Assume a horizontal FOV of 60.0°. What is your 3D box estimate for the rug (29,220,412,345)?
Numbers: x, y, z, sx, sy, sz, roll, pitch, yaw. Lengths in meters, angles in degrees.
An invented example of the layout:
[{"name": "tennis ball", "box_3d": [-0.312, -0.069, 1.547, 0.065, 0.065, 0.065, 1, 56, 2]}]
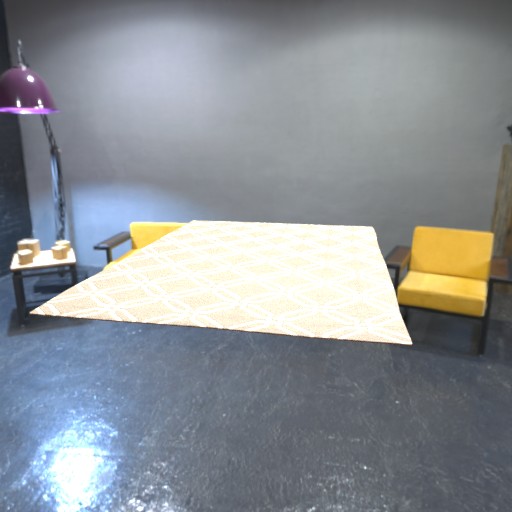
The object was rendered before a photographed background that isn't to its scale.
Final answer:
[{"name": "rug", "box_3d": [0.000, 0.000, 2.689, 1.524, 0.013, 2.135, 3, 15, 10]}]
